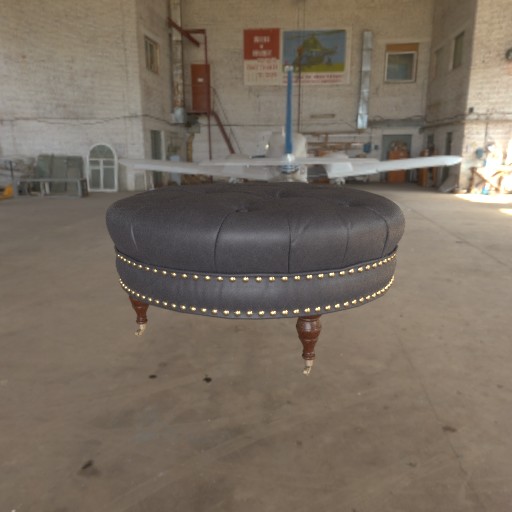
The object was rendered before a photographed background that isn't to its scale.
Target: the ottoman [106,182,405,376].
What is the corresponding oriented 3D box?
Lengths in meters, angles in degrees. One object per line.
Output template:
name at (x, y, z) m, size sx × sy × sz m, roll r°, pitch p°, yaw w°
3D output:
ottoman at (0.000, 0.000, 1.417) m, size 0.901 × 0.439 × 0.901 m, roll 0°, pitch 14°, yaw 0°
